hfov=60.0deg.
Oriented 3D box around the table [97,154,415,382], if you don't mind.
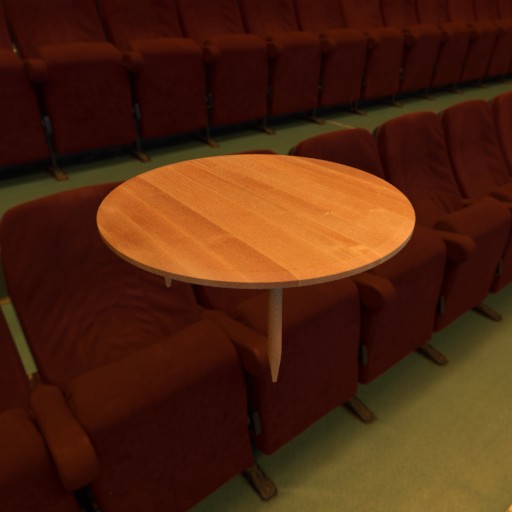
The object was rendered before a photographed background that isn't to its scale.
[{"bbox_3d":[0.000,0.000,1.407,0.900,0.400,0.900,0,30,0],"label":"table"}]
